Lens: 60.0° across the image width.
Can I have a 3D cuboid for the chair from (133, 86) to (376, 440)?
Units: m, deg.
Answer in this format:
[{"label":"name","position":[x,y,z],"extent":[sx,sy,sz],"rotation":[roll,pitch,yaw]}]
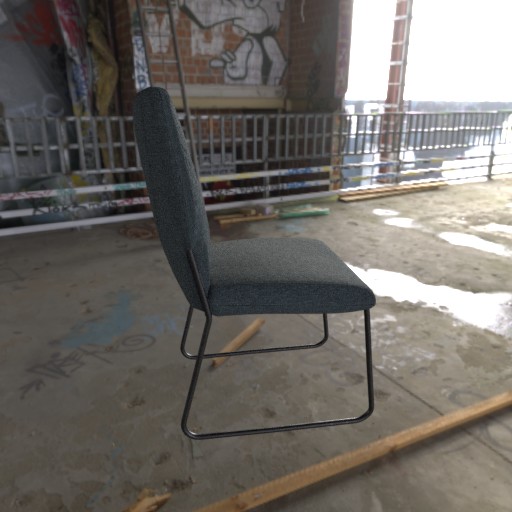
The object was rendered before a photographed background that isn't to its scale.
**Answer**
[{"label":"chair","position":[0.000,0.000,1.321],"extent":[0.635,0.931,0.480],"rotation":[-3,20,-9]}]
